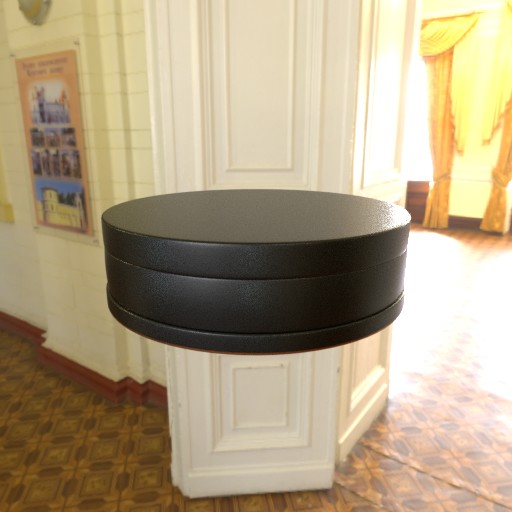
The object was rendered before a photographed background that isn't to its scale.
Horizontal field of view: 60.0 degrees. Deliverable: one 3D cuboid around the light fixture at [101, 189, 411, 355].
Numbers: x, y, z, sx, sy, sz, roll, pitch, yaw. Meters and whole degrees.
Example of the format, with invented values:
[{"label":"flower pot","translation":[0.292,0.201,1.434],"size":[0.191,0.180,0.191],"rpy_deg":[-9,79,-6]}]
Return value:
[{"label":"light fixture","translation":[0.000,0.000,0.436],"size":[0.283,0.097,0.283],"rpy_deg":[0,16,0]}]
